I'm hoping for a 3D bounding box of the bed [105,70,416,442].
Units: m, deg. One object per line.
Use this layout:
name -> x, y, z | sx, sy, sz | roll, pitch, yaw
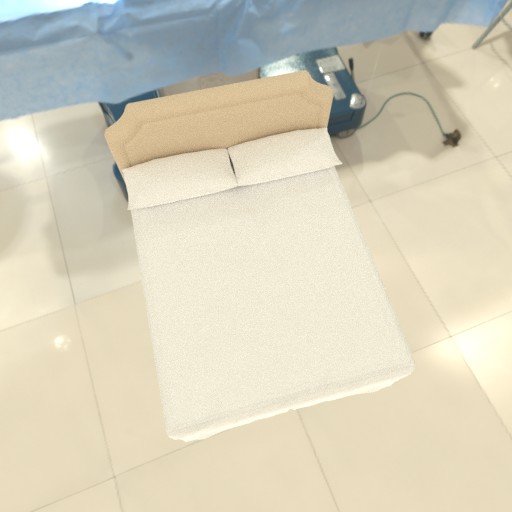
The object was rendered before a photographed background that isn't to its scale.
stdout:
bed -> 0.000, 0.000, 3.860 | 2.134, 1.524, 2.548 | -13, 65, -6
